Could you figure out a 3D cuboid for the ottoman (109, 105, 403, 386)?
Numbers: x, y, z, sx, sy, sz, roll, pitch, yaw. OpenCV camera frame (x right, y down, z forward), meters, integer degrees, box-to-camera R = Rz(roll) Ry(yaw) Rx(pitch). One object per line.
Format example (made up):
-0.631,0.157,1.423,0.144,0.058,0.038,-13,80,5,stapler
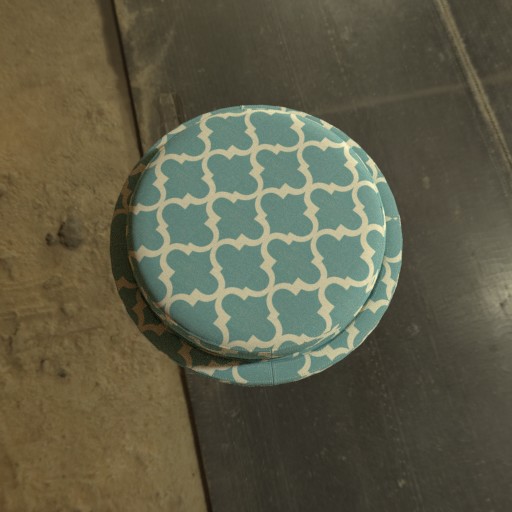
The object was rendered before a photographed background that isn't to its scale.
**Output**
0.000,0.000,0.851,0.480,0.429,0.480,0,75,0,ottoman
